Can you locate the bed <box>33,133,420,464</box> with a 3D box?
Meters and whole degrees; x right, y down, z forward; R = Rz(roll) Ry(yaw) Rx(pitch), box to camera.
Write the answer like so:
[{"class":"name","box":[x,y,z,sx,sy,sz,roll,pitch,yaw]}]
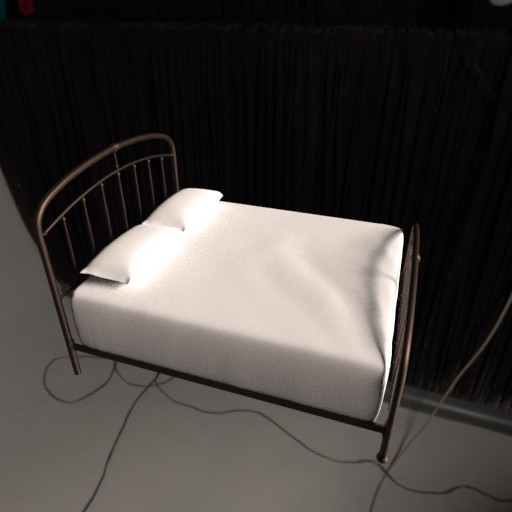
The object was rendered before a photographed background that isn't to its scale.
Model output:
[{"class":"bed","box":[0.000,0.000,3.172,2.180,1.425,1.711,10,32,16]}]
